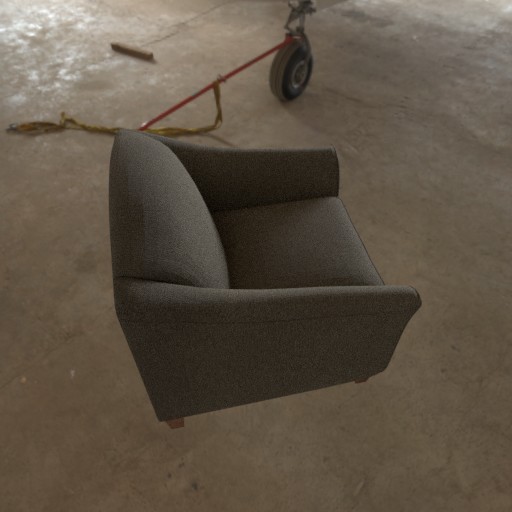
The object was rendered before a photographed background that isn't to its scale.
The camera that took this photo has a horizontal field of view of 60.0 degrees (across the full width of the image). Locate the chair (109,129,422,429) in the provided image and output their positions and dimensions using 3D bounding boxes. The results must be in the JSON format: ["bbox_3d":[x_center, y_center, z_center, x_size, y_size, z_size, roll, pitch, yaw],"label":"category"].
[{"bbox_3d":[0.000,0.000,1.475,0.787,0.839,0.763,-9,48,-8],"label":"chair"}]
